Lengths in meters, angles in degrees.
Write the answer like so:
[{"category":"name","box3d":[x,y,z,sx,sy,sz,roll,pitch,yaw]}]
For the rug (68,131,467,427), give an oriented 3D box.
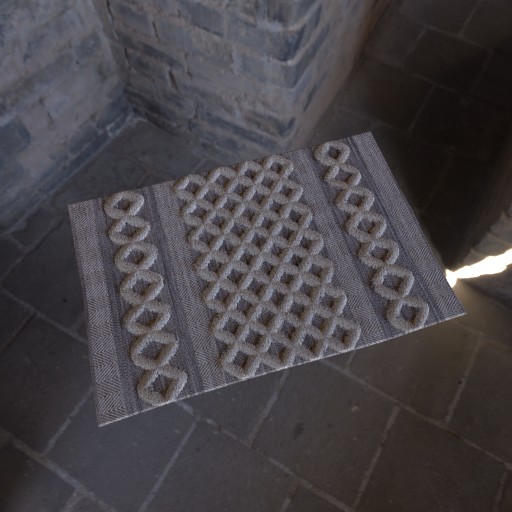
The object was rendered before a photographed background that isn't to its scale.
[{"category":"rug","box3d":[0.000,0.000,2.326,1.823,0.030,1.222,-15,65,-7]}]
